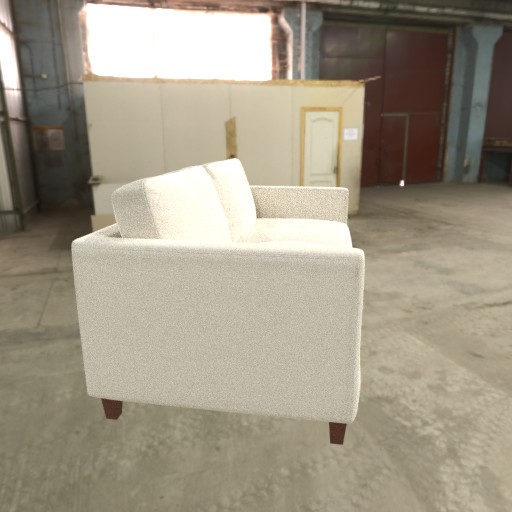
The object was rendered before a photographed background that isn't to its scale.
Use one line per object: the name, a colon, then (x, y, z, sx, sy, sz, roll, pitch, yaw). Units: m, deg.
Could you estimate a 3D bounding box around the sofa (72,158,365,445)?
sofa: (0.000, 0.000, 2.197, 0.964, 0.888, 1.702, 3, 16, 9)
